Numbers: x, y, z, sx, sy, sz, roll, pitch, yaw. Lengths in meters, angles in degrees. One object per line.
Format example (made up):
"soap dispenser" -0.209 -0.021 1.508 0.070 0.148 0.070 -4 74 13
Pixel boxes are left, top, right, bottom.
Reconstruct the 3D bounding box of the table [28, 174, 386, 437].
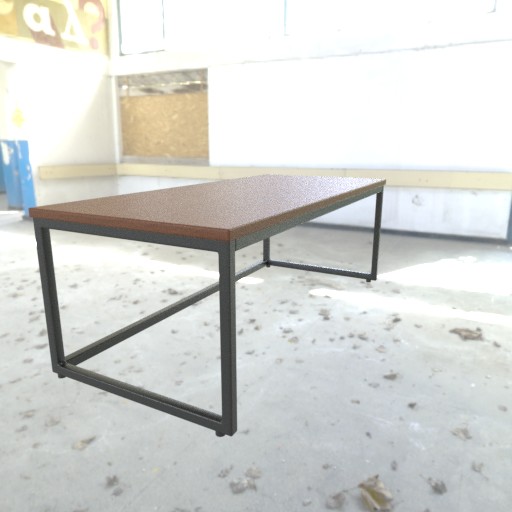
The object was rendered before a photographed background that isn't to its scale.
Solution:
"table" 0.000 0.000 1.339 0.500 0.400 1.100 8 16 28
